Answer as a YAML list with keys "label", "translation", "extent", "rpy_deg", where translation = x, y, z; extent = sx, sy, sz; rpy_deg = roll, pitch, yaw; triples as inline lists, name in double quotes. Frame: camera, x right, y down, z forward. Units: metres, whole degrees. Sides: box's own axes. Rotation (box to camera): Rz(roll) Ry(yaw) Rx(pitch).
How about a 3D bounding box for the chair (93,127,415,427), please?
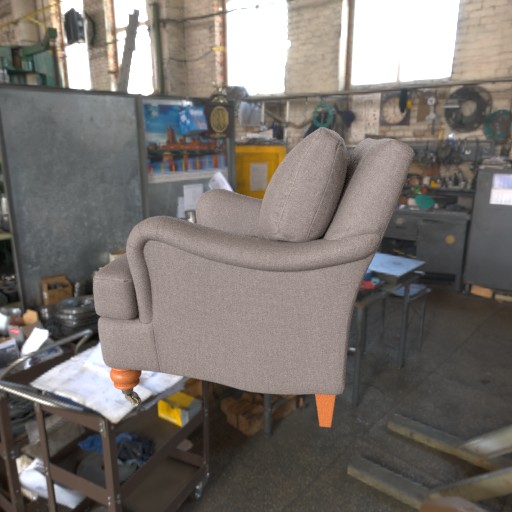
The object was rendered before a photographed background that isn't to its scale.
- label: "chair"
  translation: [0.000, 0.000, 1.885]
  extent: [1.070, 1.038, 0.955]
  rpy_deg: [2, 15, 8]
